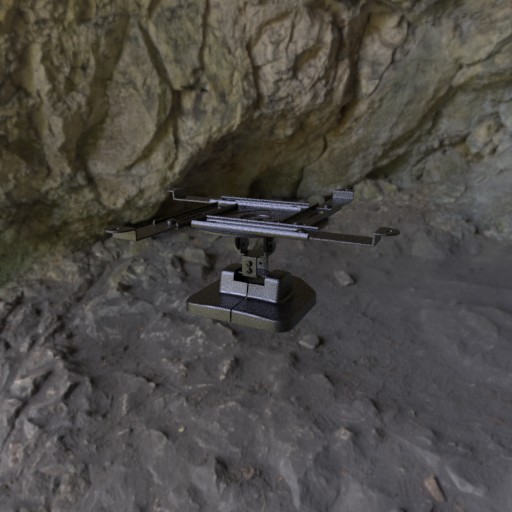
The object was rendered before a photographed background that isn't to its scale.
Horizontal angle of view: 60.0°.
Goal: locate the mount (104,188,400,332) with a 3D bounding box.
[{"bbox_3d":[0.000,0.000,0.610,0.394,0.141,0.394,8,19,25],"label":"mount"}]
